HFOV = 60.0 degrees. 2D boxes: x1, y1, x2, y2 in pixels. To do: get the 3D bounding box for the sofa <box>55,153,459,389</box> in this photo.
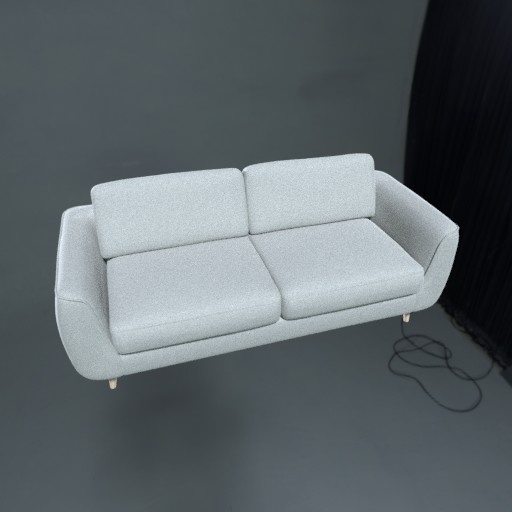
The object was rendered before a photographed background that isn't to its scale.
[{"bbox_3d":[0.000,0.000,2.457,2.000,0.850,0.920,-10,34,-14],"label":"sofa"}]
